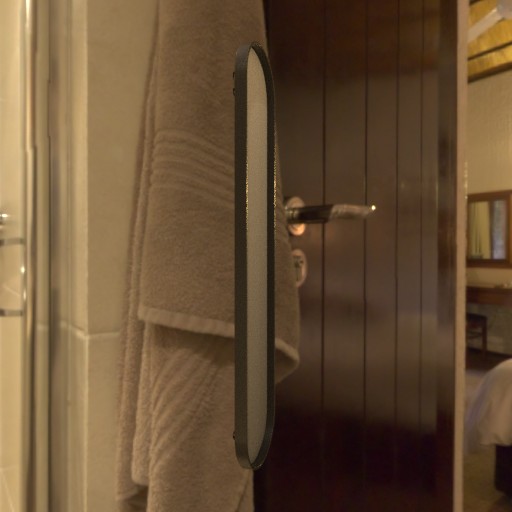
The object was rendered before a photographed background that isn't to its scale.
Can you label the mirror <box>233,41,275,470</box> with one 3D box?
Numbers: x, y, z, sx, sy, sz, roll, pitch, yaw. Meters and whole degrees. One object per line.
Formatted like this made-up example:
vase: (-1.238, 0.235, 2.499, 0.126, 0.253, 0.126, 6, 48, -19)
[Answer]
mirror: (0.000, 0.000, 1.053, 0.032, 0.991, 0.222, 0, 0, 18)
